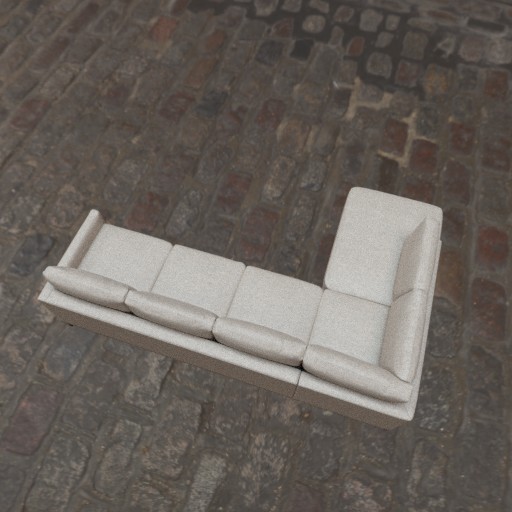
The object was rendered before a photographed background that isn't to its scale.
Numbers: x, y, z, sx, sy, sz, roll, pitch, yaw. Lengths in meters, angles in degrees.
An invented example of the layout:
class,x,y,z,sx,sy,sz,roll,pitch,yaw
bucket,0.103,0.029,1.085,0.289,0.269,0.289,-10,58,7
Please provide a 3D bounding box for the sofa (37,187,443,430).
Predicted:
class,x,y,z,sx,sy,sz,roll,pitch,yaw
sofa,0.000,0.000,3.130,2.423,0.703,1.617,16,63,9
